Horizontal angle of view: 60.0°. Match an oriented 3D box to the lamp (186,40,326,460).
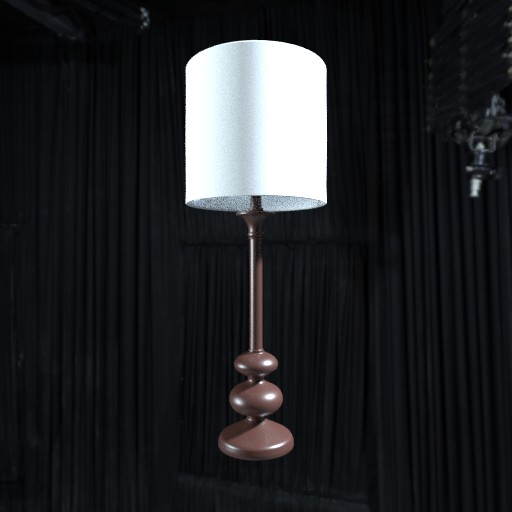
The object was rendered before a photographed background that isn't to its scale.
[{"bbox_3d":[0.000,0.000,0.811,0.254,0.690,0.254,0,0,17],"label":"lamp"}]
